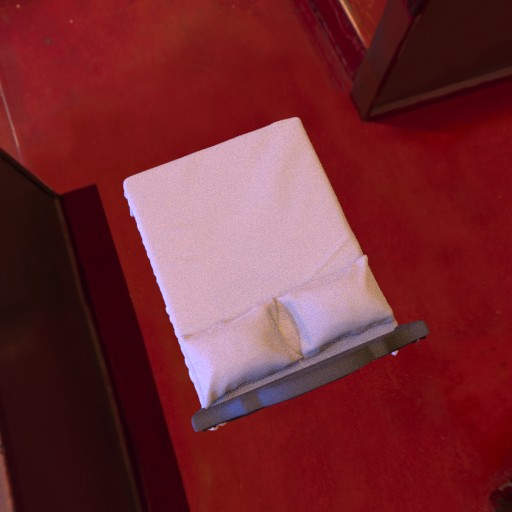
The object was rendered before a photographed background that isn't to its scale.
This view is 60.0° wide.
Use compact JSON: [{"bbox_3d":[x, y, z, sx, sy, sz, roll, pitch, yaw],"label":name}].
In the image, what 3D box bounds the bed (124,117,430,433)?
[{"bbox_3d":[0.000,0.000,3.356,1.780,1.634,2.222,-21,77,-5],"label":"bed"}]
